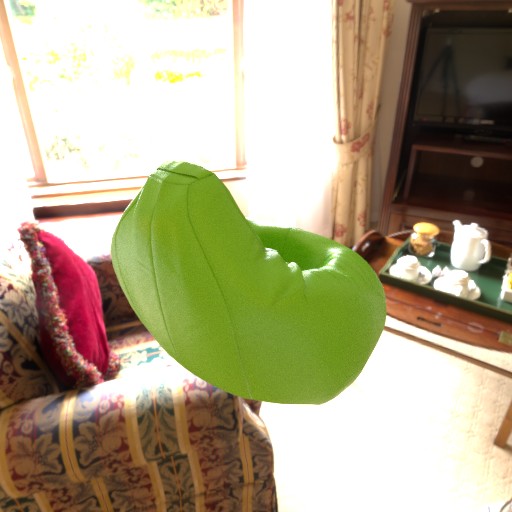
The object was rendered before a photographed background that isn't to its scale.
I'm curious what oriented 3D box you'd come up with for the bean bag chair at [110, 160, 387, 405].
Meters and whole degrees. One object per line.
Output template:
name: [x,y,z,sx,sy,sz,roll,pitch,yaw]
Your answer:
bean bag chair: [0.000,0.000,1.863,1.070,0.990,1.070,20,35,32]
